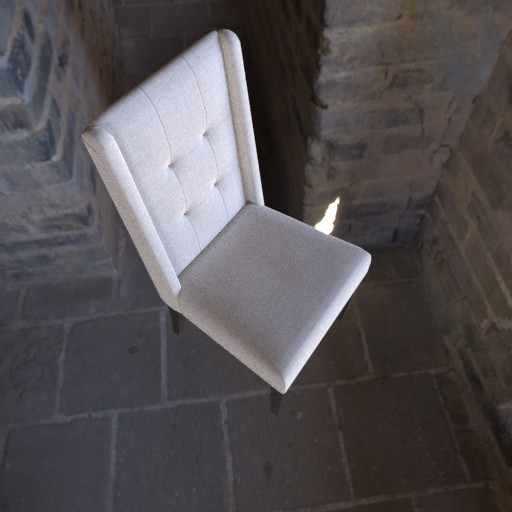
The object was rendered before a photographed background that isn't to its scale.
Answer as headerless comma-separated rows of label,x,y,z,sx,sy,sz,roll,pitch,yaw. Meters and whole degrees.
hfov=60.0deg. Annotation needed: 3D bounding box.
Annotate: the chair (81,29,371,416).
chair,0.000,0.000,1.238,0.523,0.961,0.474,31,63,18
